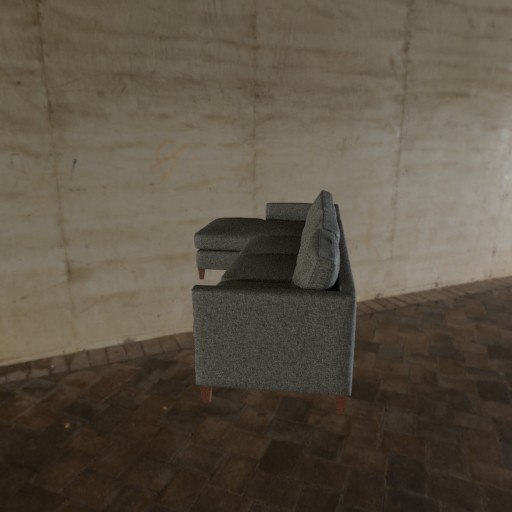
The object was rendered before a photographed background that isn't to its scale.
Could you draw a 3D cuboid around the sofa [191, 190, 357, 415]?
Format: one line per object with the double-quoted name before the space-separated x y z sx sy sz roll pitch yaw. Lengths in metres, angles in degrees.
"sofa" 0.000 0.000 4.188 1.635 0.960 3.485 2 15 8
